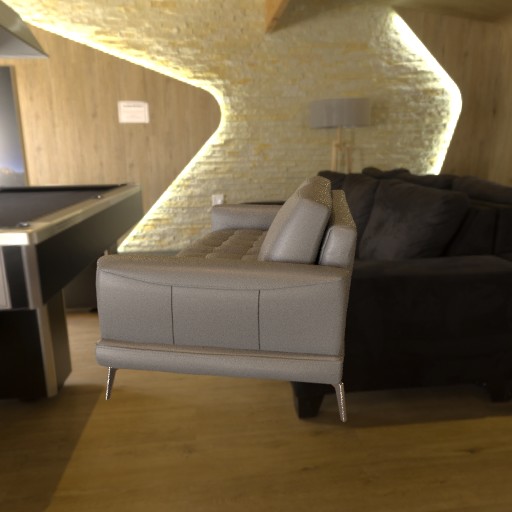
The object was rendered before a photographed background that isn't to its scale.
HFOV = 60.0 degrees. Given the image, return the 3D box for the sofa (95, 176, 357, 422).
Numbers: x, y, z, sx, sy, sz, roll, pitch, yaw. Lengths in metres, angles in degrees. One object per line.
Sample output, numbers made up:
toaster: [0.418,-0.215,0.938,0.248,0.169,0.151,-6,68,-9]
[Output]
sofa: [0.000,0.000,2.796,1.121,0.930,2.177,2,13,9]
